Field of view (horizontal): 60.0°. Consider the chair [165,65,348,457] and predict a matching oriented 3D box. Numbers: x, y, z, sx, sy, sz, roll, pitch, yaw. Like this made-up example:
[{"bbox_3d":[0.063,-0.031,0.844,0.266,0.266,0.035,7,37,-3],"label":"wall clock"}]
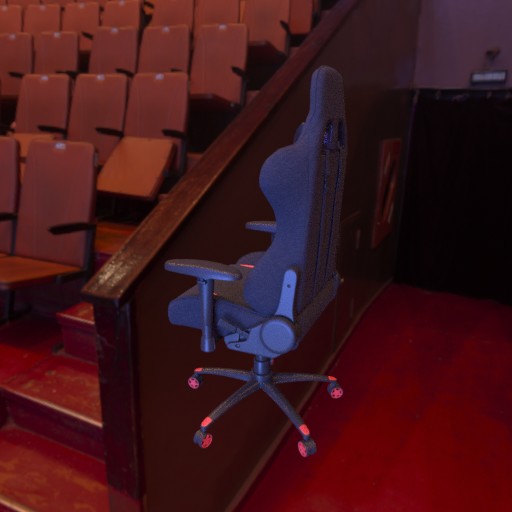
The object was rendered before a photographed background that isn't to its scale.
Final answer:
[{"bbox_3d":[0.000,0.000,1.705,0.658,1.326,0.695,8,19,23],"label":"chair"}]
